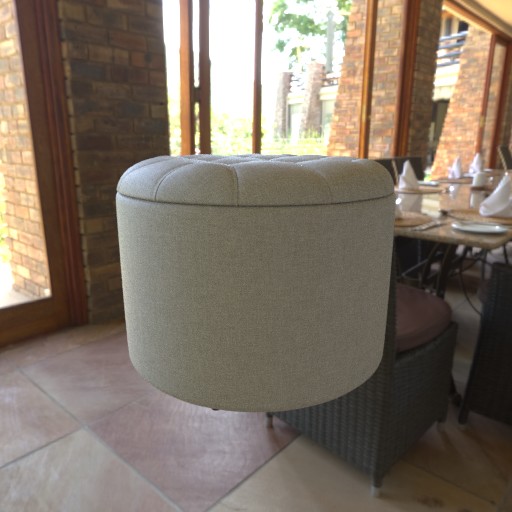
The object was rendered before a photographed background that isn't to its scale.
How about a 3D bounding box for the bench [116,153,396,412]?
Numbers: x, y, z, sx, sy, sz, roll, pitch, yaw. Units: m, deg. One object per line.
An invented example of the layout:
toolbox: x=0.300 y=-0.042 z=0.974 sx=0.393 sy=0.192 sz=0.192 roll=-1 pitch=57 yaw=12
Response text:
bench: x=0.000 y=0.000 z=1.027 sx=0.600 sy=0.453 sz=0.600 roll=0 pitch=15 yaw=0
